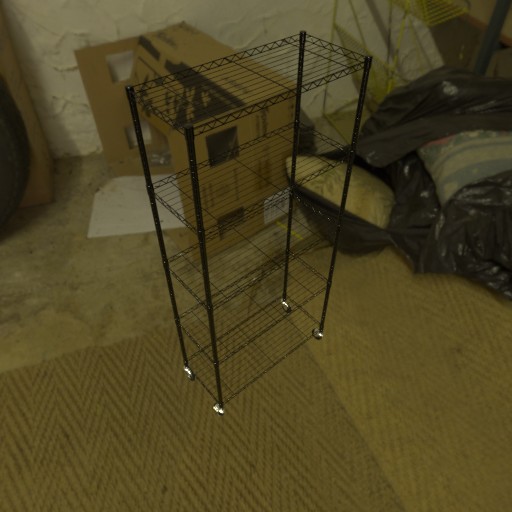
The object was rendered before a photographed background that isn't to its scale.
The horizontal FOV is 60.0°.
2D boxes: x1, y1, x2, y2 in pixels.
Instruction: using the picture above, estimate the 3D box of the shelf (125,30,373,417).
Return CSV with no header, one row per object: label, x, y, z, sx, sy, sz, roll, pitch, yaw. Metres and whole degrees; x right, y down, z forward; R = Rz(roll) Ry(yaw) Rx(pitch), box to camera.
shelf,0.000,0.000,1.970,0.762,1.645,0.356,-31,52,-27
